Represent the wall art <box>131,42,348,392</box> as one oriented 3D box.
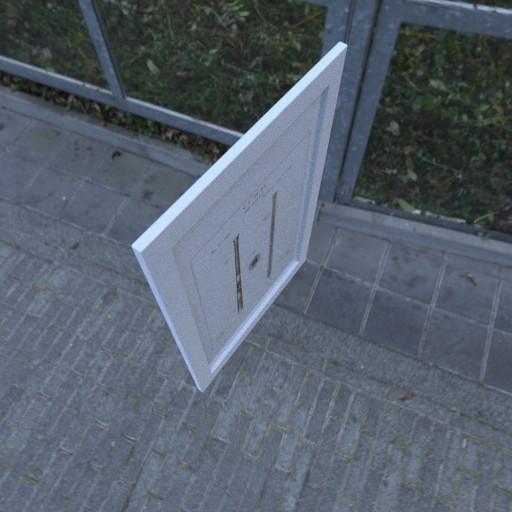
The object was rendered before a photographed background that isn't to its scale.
[{"bbox_3d":[0.000,0.000,0.632,0.011,0.482,0.329,32,65,17],"label":"wall art"}]
